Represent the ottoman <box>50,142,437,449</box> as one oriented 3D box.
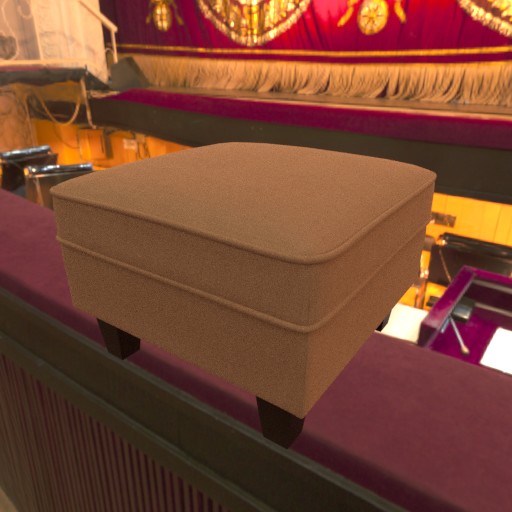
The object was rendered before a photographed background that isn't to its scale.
[{"bbox_3d":[0.000,0.000,1.005,0.616,0.438,0.613,16,29,32],"label":"ottoman"}]
